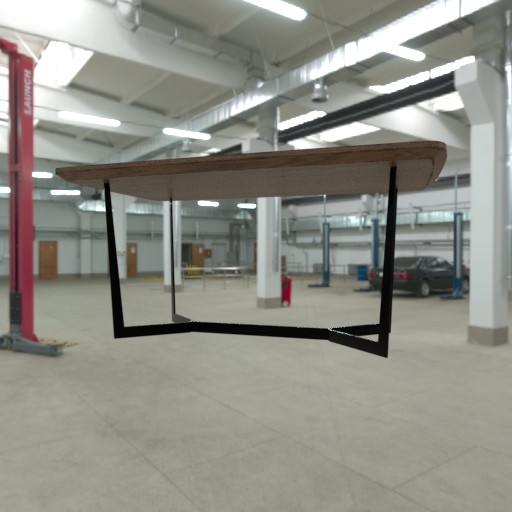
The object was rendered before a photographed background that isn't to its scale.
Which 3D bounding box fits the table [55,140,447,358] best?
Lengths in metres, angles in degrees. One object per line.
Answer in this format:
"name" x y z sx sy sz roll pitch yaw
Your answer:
"table" 0.000 0.000 2.123 1.643 0.765 0.949 0 0 18
